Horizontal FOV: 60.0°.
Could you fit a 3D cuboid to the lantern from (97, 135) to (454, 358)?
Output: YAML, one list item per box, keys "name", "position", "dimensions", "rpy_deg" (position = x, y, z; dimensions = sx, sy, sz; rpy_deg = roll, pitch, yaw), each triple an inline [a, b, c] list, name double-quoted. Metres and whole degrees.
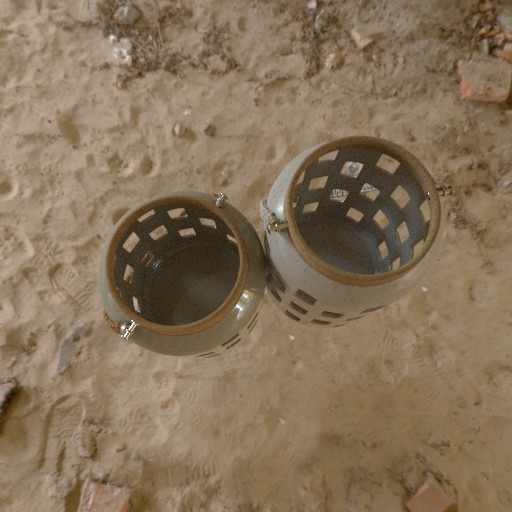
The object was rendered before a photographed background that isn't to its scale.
- name: "lantern"
  position: [0.000, 0.000, 0.489]
  dimensions: [0.347, 0.255, 0.184]
  rpy_deg: [-12, 76, -3]
